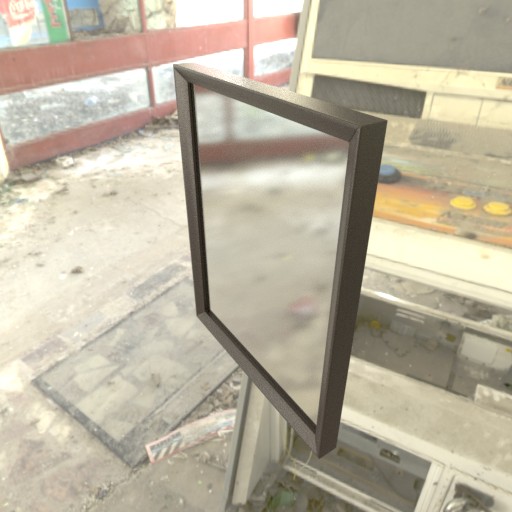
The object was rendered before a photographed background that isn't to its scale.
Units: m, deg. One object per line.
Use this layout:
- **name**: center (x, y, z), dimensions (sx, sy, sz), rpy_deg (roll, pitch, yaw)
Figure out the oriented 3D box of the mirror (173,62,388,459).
- **mirror**: center (0.000, 0.000, 0.693), dimensions (0.041, 0.509, 0.406), rpy_deg (-20, 37, -28)
